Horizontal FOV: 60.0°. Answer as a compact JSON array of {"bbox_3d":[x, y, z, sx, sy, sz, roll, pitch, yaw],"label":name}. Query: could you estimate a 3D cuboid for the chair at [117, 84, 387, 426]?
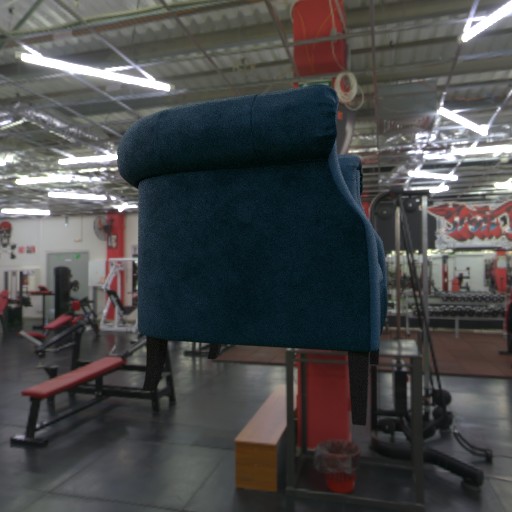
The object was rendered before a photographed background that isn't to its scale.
[{"bbox_3d":[0.000,0.000,1.520,0.851,0.826,0.904,0,-1,18],"label":"chair"}]
